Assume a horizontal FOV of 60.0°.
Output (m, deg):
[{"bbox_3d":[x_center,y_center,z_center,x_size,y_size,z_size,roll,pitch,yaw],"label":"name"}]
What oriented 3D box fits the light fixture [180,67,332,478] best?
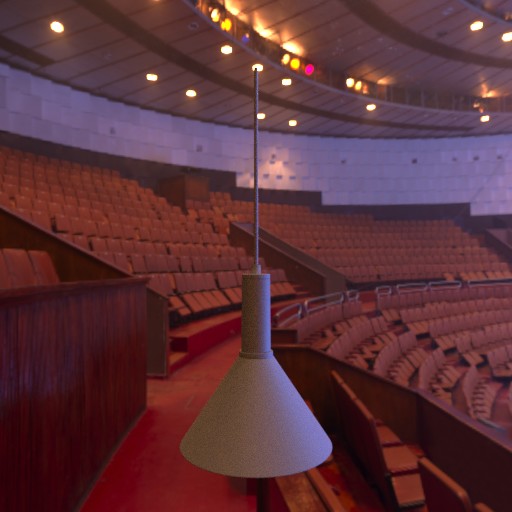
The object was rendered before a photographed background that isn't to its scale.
[{"bbox_3d":[0.000,0.000,0.795,0.267,0.683,0.267,1,-2,-19],"label":"light fixture"}]
